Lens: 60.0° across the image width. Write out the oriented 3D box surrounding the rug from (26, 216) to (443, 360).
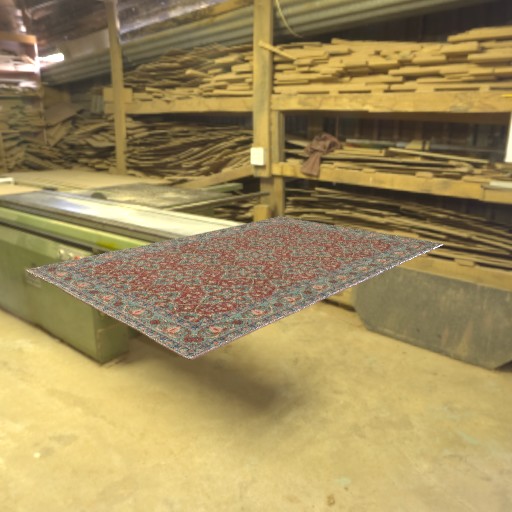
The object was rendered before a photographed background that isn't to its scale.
[{"bbox_3d":[0.000,0.000,2.293,1.219,0.009,1.829,14,21,41],"label":"rug"}]
